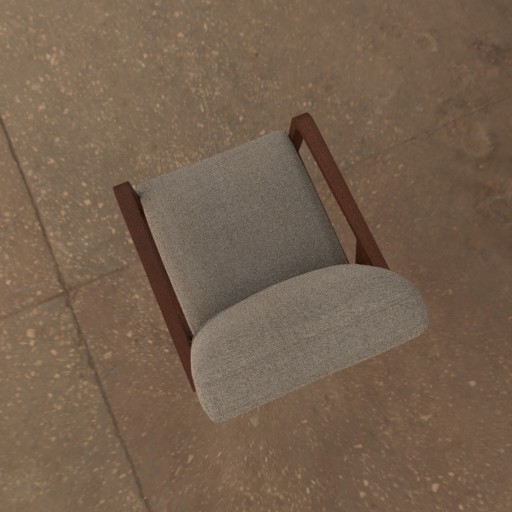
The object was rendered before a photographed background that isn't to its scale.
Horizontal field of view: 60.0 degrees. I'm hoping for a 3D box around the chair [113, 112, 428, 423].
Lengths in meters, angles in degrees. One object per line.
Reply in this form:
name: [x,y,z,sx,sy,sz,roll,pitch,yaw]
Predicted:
chair: [0.000,0.000,1.513,0.704,0.847,0.858,-23,77,-6]
